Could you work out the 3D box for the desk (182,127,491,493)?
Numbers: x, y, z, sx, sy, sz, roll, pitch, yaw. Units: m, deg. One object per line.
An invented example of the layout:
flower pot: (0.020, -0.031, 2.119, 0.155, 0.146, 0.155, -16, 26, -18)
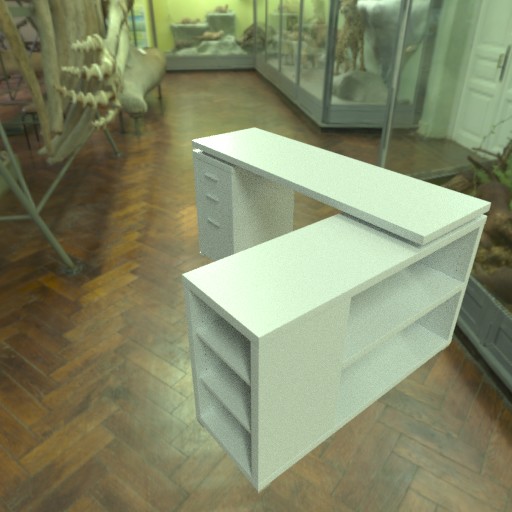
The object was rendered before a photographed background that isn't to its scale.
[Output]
desk: (0.000, 0.000, 2.158, 1.200, 0.753, 1.524, -22, 37, -33)
